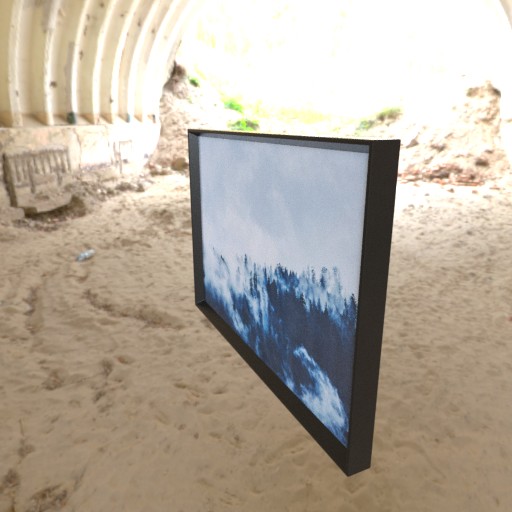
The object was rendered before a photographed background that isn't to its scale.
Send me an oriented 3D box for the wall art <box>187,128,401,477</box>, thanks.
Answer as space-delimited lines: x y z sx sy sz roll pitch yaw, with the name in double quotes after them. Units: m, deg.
0.000 0.000 1.189 0.058 0.640 0.939 -8 19 -25 "wall art"
